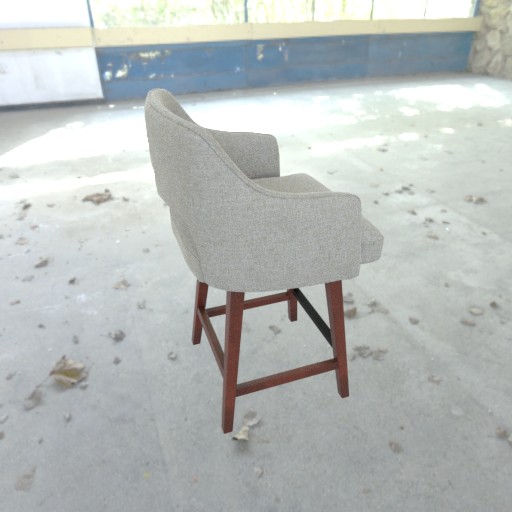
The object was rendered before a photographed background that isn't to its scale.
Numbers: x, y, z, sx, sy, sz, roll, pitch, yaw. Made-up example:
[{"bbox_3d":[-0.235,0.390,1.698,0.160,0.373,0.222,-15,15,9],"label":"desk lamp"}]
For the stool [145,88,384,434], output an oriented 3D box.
[{"bbox_3d":[0.000,0.000,1.348,0.558,0.944,0.599,-10,32,-17],"label":"stool"}]
